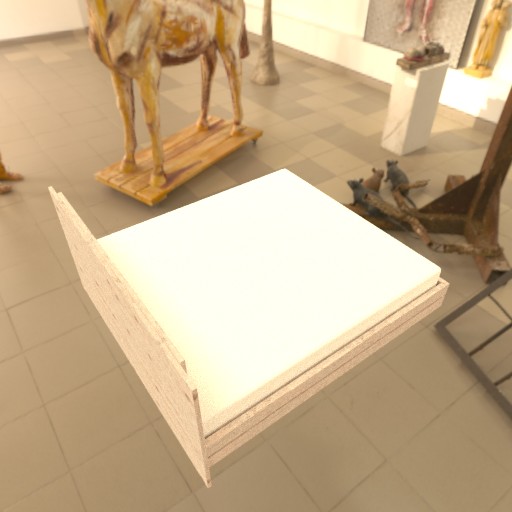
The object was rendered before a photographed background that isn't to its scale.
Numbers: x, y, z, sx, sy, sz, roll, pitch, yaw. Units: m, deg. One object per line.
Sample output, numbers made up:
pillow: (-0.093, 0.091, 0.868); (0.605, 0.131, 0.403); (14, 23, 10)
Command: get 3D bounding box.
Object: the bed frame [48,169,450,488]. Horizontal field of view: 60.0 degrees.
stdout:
bed frame: (0.000, 0.000, 3.189); (2.080, 0.970, 1.950); (-25, 47, -27)
